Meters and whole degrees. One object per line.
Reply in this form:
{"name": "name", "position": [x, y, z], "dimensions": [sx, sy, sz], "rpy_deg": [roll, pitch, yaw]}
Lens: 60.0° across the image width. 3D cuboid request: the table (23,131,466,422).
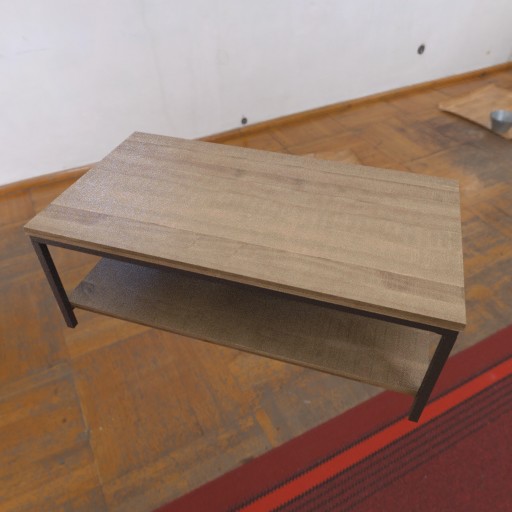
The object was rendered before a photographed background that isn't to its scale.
{"name": "table", "position": [0.000, 0.000, 1.339], "dimensions": [1.062, 0.393, 0.574], "rpy_deg": [12, 42, 13]}
